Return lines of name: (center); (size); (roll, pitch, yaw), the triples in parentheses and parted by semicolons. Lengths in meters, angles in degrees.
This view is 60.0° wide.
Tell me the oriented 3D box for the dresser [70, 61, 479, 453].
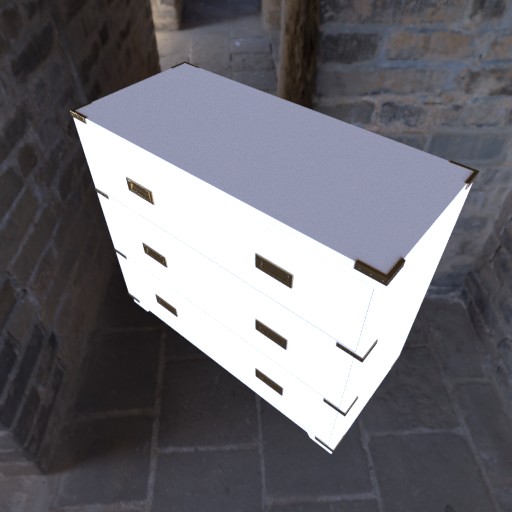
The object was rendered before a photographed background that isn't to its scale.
dresser: (0.000, 0.000, 1.493); (1.022, 0.891, 0.460); (31, 53, 27)
